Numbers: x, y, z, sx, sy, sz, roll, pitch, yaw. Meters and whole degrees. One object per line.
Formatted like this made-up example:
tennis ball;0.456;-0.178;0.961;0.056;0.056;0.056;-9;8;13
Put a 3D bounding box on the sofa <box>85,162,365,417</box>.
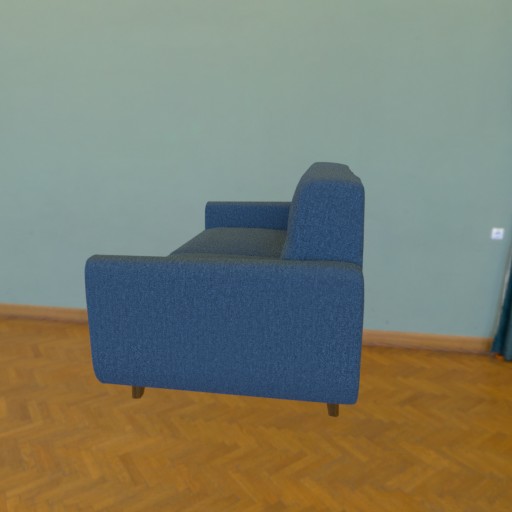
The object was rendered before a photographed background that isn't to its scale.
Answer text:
sofa;0.000;0.000;2.228;0.942;0.896;1.651;2;14;9
